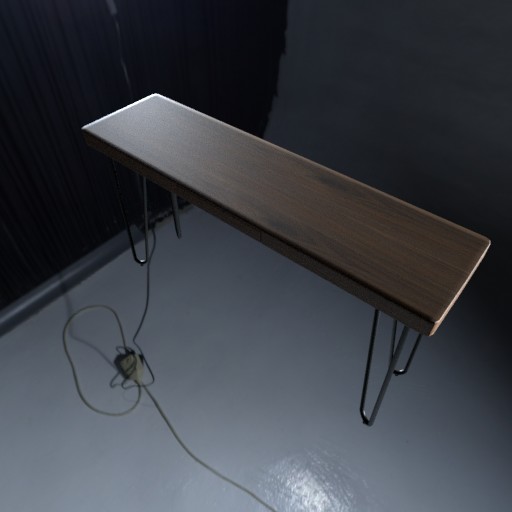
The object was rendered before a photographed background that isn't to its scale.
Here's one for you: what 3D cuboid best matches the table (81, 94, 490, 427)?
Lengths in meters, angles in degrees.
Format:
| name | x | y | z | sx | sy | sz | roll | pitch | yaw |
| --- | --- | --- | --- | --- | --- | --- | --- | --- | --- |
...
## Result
| name | x | y | z | sx | sy | sz | roll | pitch | yaw |
| --- | --- | --- | --- | --- | --- | --- | --- | --- | --- |
| table | 0.000 | 0.000 | 1.915 | 1.570 | 0.834 | 0.425 | 31 | 53 | 26 |
